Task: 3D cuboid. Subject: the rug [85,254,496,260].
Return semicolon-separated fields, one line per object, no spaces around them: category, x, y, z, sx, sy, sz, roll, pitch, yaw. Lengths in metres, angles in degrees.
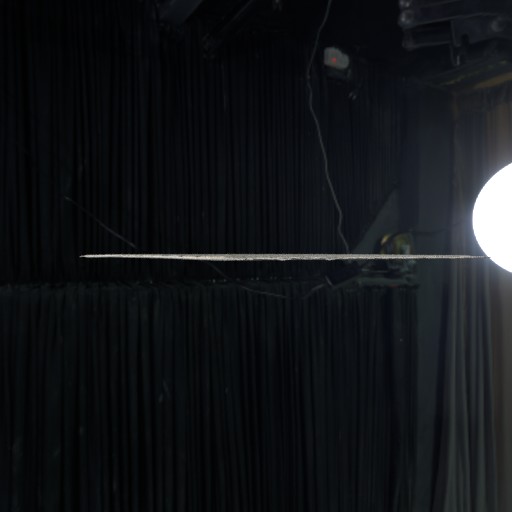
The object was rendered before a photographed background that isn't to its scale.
rug;0.000;0.000;4.121;2.388;0.030;3.213;0;0;-35
